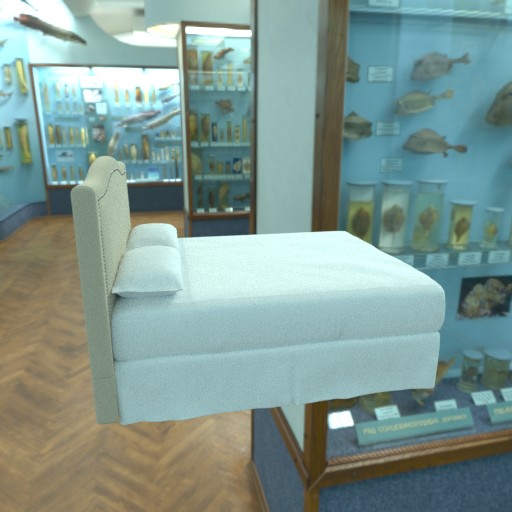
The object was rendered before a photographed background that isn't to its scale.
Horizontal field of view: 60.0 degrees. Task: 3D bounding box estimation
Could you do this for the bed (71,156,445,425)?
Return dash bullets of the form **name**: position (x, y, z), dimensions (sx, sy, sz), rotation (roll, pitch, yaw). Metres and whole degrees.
- **bed**: position (0.000, 0.000, 3.266), dimensions (2.143, 1.460, 1.753), rotation (-3, 16, -11)
